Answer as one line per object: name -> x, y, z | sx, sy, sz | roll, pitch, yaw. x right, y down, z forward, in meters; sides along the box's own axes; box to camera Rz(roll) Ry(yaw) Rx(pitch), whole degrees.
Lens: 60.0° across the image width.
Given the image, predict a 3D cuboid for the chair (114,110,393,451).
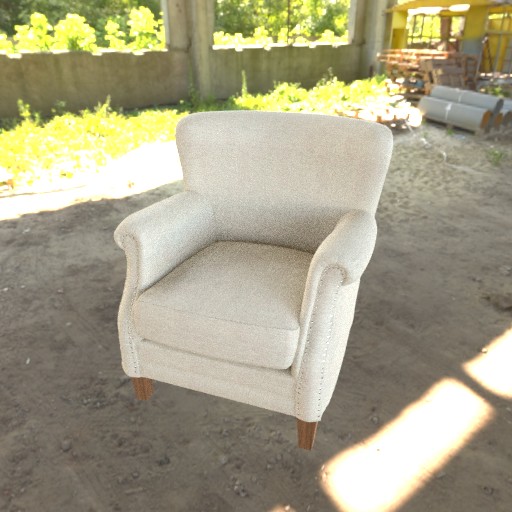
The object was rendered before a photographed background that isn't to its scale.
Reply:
chair -> 0.000, 0.000, 1.669 | 0.861, 0.936, 0.921 | 9, 28, 17
